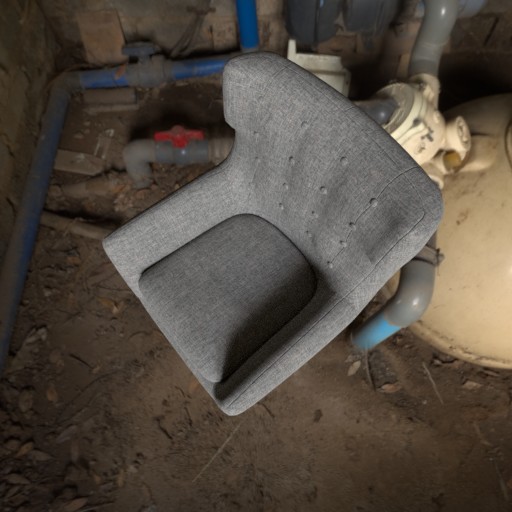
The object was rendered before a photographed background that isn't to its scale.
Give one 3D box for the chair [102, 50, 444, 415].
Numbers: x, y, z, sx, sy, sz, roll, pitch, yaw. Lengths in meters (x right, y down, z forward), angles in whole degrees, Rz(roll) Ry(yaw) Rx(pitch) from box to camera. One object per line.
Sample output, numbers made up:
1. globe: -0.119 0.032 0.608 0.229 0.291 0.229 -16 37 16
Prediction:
1. chair: 0.000 0.000 1.735 0.904 1.063 0.878 -36 70 -16
